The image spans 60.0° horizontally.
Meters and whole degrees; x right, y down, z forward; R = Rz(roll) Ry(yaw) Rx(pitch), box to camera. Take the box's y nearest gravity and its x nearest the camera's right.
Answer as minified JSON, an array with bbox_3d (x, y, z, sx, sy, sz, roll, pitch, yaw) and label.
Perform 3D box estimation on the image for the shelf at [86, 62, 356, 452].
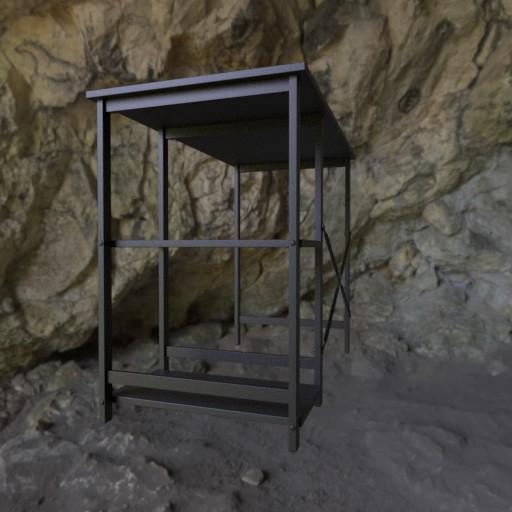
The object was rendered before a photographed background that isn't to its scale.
[{"bbox_3d":[0.000,0.000,1.344,0.498,0.749,0.902,0,1,19],"label":"shelf"}]
